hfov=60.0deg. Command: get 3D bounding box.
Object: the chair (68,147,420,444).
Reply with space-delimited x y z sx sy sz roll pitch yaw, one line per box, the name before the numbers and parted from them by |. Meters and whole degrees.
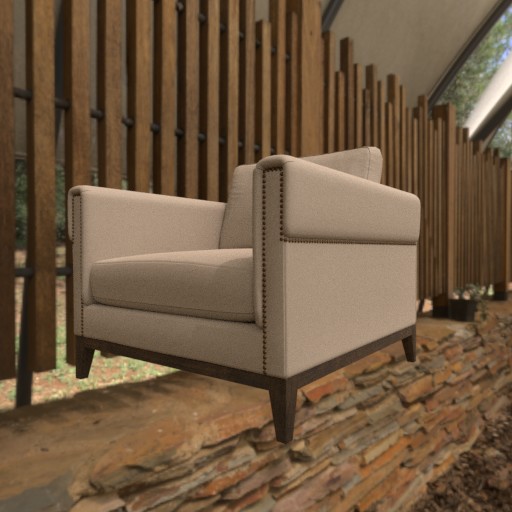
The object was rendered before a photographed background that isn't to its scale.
chair | 0.000 0.000 1.630 0.914 0.838 0.959 1 1 37
